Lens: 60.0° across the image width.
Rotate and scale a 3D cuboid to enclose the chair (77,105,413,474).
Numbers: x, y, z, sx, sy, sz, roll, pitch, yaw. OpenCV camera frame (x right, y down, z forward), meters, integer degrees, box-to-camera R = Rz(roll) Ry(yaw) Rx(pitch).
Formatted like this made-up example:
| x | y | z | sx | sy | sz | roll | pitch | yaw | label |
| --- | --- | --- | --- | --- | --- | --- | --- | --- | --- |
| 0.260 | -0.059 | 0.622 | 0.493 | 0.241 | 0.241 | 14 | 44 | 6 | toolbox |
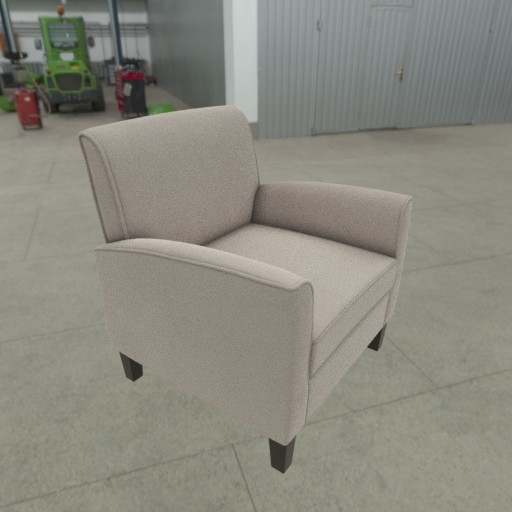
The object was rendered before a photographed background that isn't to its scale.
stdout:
| x | y | z | sx | sy | sz | roll | pitch | yaw | label |
| --- | --- | --- | --- | --- | --- | --- | --- | --- | --- |
| 0.000 | 0.000 | 1.567 | 0.820 | 0.915 | 0.820 | 18 | 31 | 32 | chair |
